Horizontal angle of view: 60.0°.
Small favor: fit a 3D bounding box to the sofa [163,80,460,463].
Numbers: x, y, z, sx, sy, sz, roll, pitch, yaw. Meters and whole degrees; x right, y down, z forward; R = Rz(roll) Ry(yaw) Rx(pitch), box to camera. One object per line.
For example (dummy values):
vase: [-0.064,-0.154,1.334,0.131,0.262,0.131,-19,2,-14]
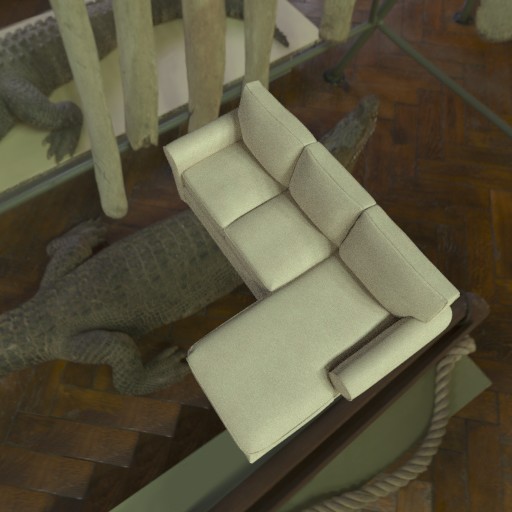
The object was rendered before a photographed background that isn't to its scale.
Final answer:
sofa: [0.000,0.000,2.428,1.226,0.734,1.770,-32,68,-14]
